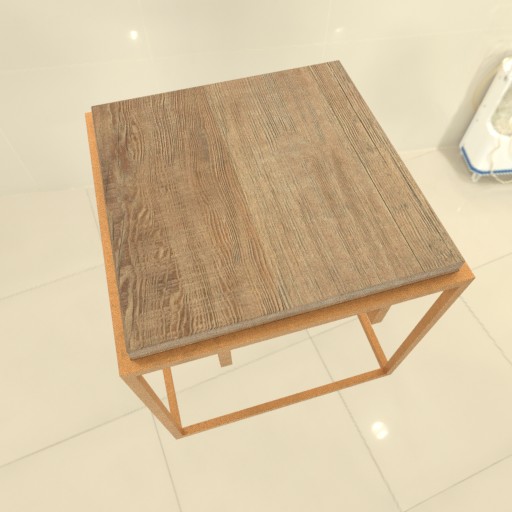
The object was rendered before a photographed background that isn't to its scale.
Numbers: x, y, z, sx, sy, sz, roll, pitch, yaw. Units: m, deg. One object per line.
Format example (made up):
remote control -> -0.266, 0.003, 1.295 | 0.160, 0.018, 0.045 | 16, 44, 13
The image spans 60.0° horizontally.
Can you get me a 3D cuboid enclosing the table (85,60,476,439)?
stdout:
table -> 0.000, 0.000, 1.078 | 0.599, 0.584, 0.599 | -14, 59, -8
